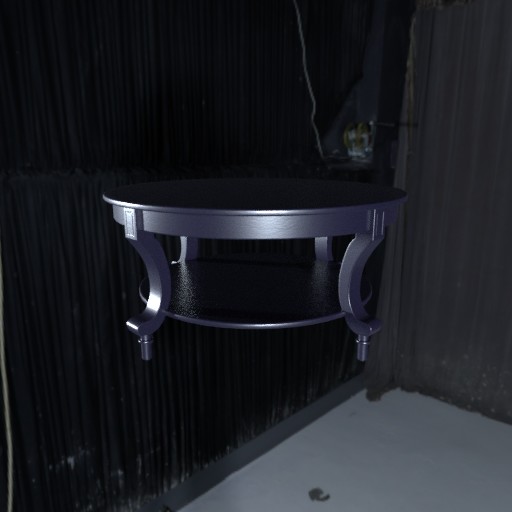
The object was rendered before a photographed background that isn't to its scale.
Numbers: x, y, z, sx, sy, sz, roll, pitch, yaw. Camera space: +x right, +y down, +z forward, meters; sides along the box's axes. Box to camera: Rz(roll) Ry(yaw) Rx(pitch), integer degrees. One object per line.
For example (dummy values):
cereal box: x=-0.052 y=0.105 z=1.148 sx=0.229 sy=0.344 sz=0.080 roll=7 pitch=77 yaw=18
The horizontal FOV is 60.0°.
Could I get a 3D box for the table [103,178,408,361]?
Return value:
table: x=0.000 y=0.000 z=1.628 sx=1.029 sy=0.491 sz=1.029 roll=0 pitch=14 yaw=0
